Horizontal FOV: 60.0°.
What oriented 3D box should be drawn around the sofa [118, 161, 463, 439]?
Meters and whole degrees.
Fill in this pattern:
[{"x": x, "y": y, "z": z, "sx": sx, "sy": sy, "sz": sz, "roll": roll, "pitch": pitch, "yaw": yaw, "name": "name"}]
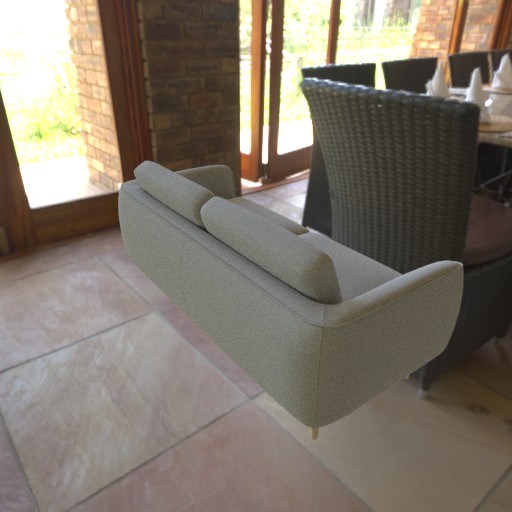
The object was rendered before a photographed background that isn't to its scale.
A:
[{"x": 0.000, "y": 0.000, "z": 2.476, "sx": 0.920, "sy": 0.850, "sz": 2.000, "roll": -18, "pitch": 33, "yaw": -31, "name": "sofa"}]
